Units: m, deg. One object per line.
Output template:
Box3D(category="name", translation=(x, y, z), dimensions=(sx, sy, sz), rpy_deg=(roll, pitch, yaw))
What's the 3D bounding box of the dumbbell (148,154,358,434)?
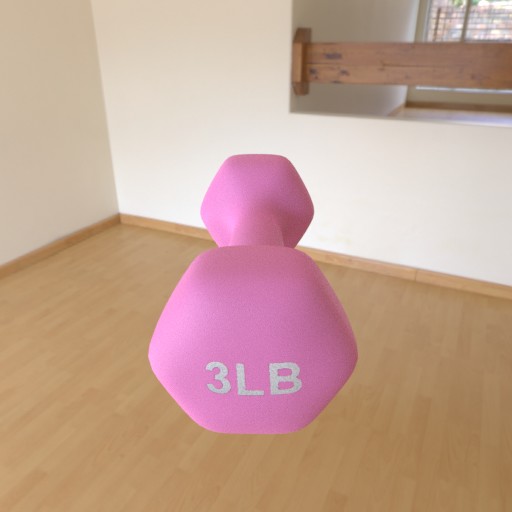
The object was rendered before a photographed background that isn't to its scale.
Box3D(category="dumbbell", translation=(0.000, 0.000, 0.193), dimensions=(0.064, 0.058, 0.159), rpy_deg=(1, 26, 1))
